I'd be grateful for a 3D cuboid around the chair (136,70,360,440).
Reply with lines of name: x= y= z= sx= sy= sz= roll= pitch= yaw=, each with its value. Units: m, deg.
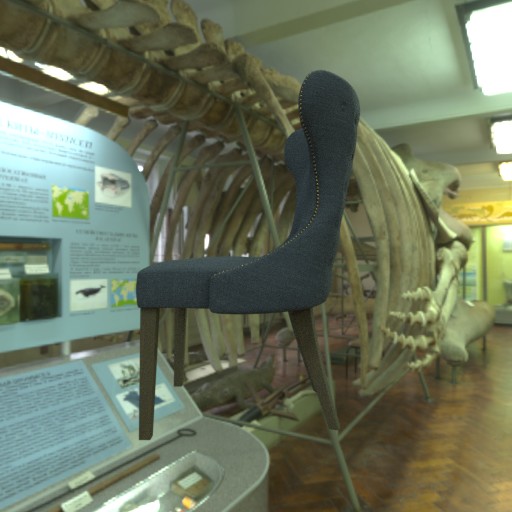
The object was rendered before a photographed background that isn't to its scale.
chair: x=0.000 y=0.000 z=1.419 sx=0.635 sy=0.967 sz=0.628 roll=0 pitch=0 yaw=0
